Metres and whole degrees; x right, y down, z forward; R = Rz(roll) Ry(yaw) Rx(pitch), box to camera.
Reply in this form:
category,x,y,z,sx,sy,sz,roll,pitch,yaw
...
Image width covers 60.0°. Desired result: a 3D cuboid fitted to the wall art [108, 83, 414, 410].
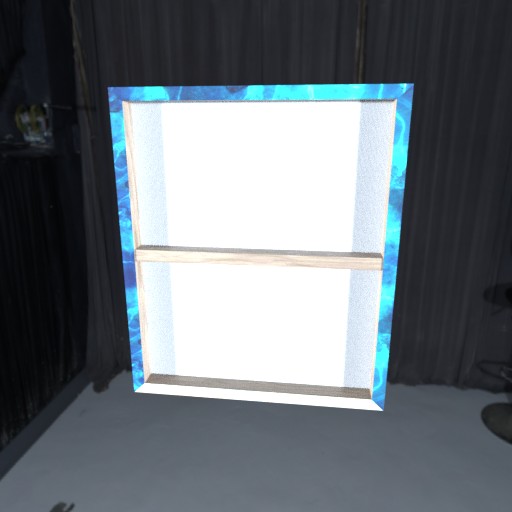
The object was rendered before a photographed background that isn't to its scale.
category,x,y,z,sx,sy,sz,roll,pitch,yaw
wall art,0.000,0.000,0.709,0.432,0.508,0.038,2,16,7
